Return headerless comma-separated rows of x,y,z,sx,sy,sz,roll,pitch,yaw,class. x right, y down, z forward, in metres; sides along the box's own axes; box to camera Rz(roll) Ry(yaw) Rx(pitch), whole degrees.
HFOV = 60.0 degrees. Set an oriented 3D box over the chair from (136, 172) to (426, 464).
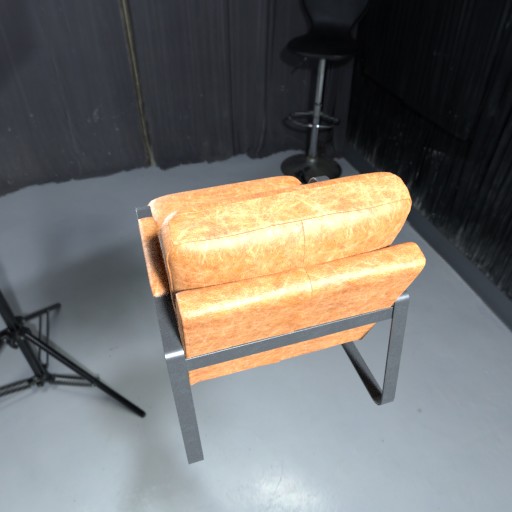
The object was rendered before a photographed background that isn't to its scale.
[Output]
0.000,0.000,1.363,0.651,0.777,0.801,-12,43,-13,chair
